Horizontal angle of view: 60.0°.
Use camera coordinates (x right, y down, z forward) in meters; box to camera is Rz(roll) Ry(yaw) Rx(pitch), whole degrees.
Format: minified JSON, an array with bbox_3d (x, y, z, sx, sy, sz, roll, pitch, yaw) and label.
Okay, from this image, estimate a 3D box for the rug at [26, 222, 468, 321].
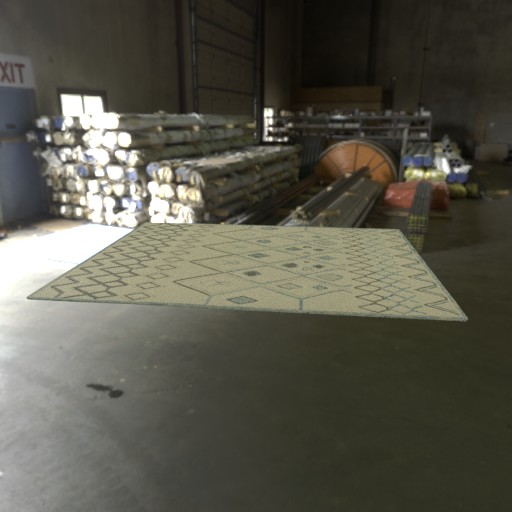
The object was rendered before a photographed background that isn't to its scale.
[{"bbox_3d":[0.000,0.000,4.171,3.056,0.013,2.441,2,17,7],"label":"rug"}]
